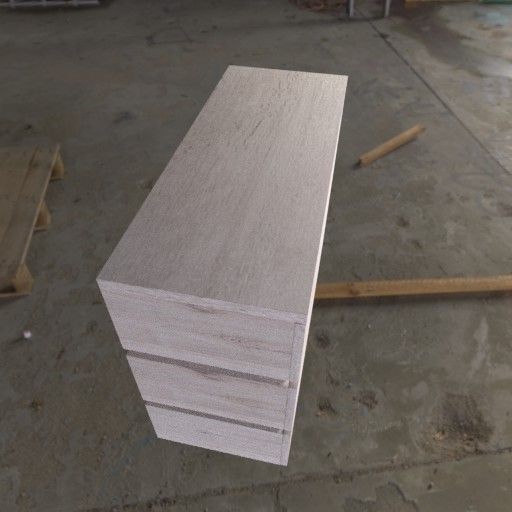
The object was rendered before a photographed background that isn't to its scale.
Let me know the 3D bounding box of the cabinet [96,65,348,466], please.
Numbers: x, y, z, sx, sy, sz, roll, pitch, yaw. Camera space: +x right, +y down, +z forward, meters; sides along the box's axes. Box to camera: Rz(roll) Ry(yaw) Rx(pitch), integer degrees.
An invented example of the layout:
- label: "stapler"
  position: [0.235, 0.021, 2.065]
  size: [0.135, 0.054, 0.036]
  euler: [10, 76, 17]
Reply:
- label: "cabinet"
  position: [0.000, 0.000, 1.490]
  size: [0.420, 0.820, 1.040]
  euler: [9, 46, 9]
